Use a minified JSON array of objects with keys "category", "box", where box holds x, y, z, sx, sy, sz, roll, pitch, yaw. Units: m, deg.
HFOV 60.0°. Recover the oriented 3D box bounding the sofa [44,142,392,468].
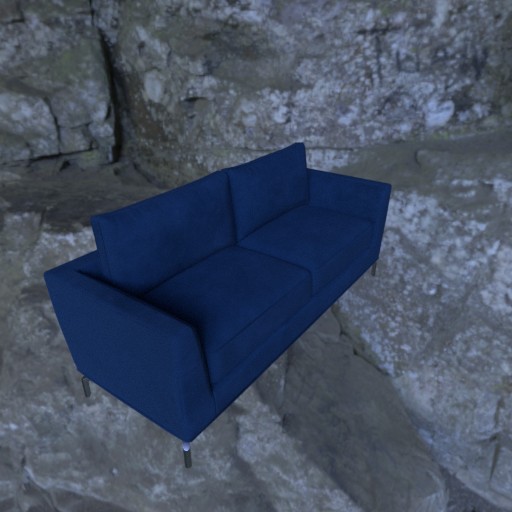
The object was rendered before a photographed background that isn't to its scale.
[{"category":"sofa","box":[0.000,0.000,2.723,0.853,0.998,2.212,18,33,31]}]
